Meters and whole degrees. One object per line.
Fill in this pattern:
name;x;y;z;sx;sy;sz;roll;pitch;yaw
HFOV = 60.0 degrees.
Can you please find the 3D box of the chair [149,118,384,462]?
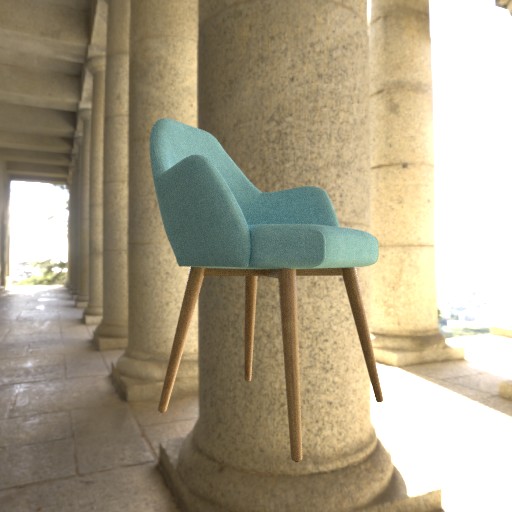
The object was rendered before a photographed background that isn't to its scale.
chair;0.000;0.000;1.247;0.610;0.840;0.590;0;-1;36
